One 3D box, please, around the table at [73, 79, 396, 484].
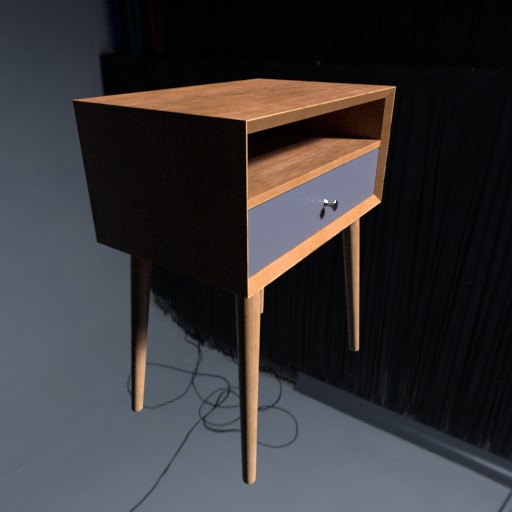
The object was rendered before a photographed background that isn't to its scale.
[{"bbox_3d":[0.000,0.000,0.834,0.307,0.580,0.454,17,31,31],"label":"table"}]
